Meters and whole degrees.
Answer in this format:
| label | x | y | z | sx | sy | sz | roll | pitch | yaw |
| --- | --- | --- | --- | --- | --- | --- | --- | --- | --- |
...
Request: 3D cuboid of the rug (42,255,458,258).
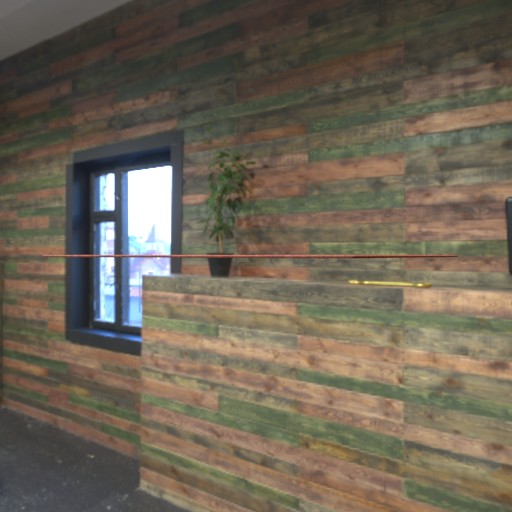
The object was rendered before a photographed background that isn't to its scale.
| label | x | y | z | sx | sy | sz | roll | pitch | yaw |
| --- | --- | --- | --- | --- | --- | --- | --- | --- | --- |
| rug | 0.000 | 0.000 | 4.072 | 2.976 | 0.018 | 2.430 | 0 | 0 | 35 |
